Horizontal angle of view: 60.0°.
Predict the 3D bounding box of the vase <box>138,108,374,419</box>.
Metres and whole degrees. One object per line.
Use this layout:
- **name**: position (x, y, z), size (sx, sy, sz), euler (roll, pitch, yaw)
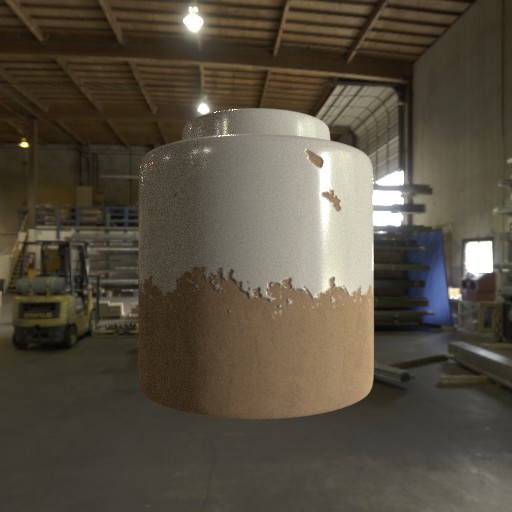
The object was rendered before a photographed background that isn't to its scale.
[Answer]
- **vase**: position (0.000, 0.000, 0.298), size (0.153, 0.167, 0.153), euler (0, -1, 0)
